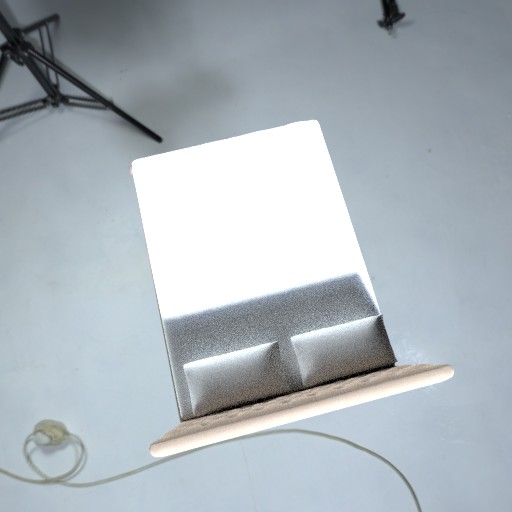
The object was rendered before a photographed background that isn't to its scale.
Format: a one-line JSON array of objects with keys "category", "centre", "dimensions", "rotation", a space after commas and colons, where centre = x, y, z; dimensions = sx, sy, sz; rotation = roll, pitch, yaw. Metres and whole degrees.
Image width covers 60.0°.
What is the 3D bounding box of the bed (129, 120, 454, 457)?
[{"category": "bed", "centre": [0.000, 0.000, 3.299], "dimensions": [1.696, 1.426, 2.233], "rotation": [-14, 75, -4]}]
